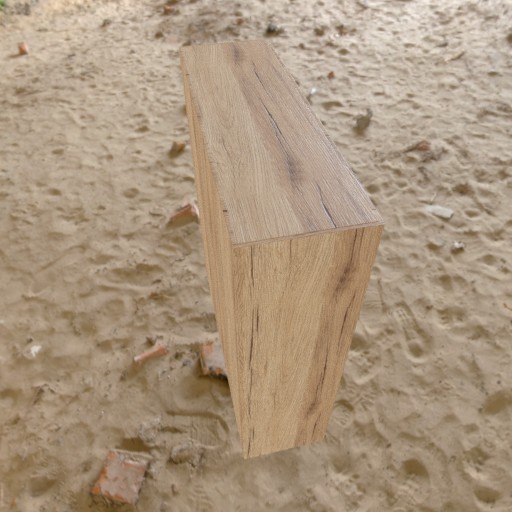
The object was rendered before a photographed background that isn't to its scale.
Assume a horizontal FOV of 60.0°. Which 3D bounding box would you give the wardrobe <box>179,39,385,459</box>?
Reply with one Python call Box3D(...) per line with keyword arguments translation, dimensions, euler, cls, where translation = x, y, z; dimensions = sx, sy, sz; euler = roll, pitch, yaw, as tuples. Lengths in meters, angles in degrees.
Box3D(translation=(0.000, 0.000, 2.950), dimensions=(0.580, 2.070, 1.810), euler=(-9, 47, -9), cls="wardrobe")
